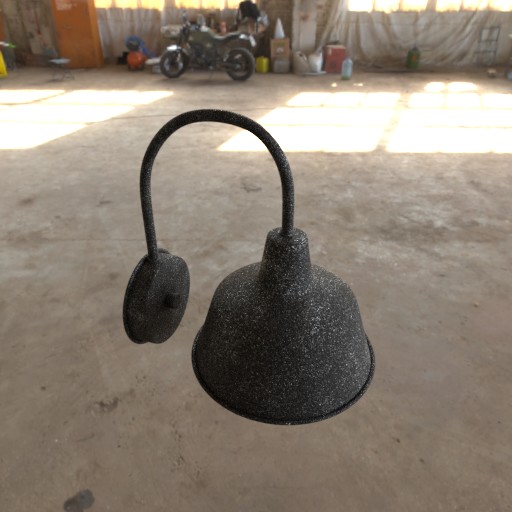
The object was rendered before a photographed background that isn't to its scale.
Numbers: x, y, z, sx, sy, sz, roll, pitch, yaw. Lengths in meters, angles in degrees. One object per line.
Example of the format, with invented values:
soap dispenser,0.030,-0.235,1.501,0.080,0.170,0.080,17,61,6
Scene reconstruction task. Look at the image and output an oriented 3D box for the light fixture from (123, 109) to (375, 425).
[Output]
light fixture,0.000,0.000,0.475,0.283,0.300,0.216,11,33,17
